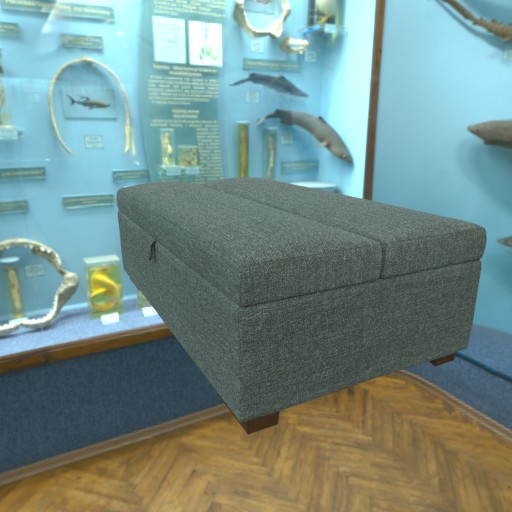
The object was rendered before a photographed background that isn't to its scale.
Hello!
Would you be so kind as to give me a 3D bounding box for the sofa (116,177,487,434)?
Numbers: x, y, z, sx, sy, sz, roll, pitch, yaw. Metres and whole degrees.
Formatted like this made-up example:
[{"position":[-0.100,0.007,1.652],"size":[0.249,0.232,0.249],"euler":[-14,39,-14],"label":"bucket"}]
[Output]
[{"position":[0.000,0.000,1.561],"size":[0.782,0.417,1.198],"euler":[-8,18,-26],"label":"sofa"}]
